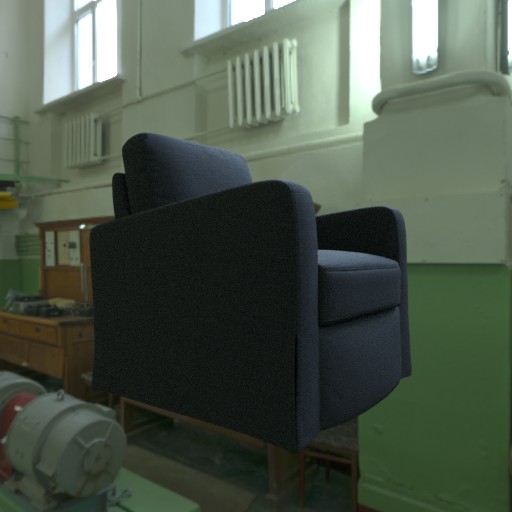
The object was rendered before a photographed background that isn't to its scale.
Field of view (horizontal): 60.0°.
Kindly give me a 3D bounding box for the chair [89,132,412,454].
[{"bbox_3d":[0.000,0.000,1.504,0.863,0.855,0.798,0,0,37],"label":"chair"}]
